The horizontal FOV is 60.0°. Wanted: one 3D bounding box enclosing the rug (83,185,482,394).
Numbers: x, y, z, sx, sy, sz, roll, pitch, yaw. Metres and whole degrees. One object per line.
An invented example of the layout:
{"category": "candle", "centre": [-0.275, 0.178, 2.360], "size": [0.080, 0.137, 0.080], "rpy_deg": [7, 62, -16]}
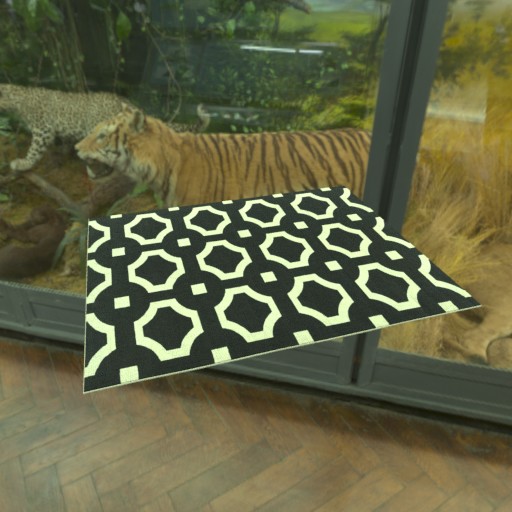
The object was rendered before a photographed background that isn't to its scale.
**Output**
{"category": "rug", "centre": [0.000, 0.000, 4.181], "size": [3.049, 0.021, 2.466], "rpy_deg": [-9, 34, -14]}
